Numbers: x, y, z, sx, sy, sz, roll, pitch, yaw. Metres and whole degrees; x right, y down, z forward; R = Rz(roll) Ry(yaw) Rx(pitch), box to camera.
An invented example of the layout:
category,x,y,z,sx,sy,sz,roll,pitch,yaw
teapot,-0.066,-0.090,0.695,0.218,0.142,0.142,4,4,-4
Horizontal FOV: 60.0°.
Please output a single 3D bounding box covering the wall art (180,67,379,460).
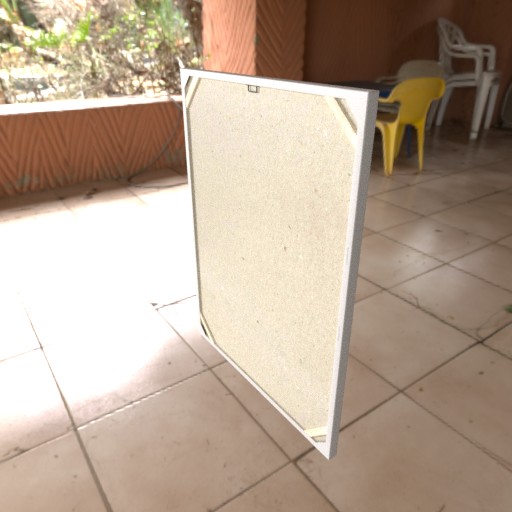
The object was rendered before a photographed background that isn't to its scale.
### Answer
category,x,y,z,sx,sy,sz,roll,pitch,yaw
wall art,0.000,0.000,1.610,0.038,1.212,0.914,-18,32,-32
